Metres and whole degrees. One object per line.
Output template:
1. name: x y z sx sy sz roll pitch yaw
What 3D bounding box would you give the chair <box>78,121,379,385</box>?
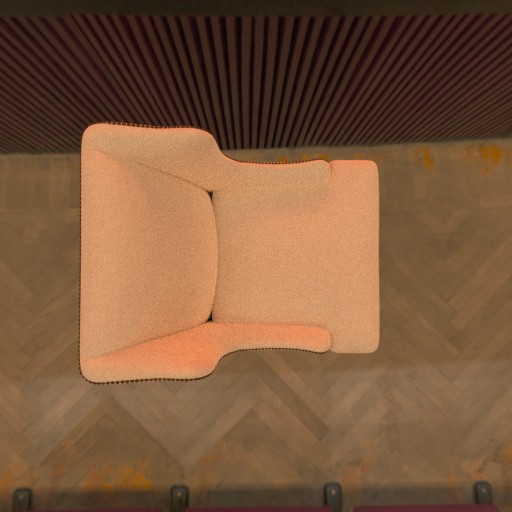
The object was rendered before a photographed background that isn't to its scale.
1. chair: 0.000 0.000 1.638 0.940 1.029 0.737 0 89 -1
